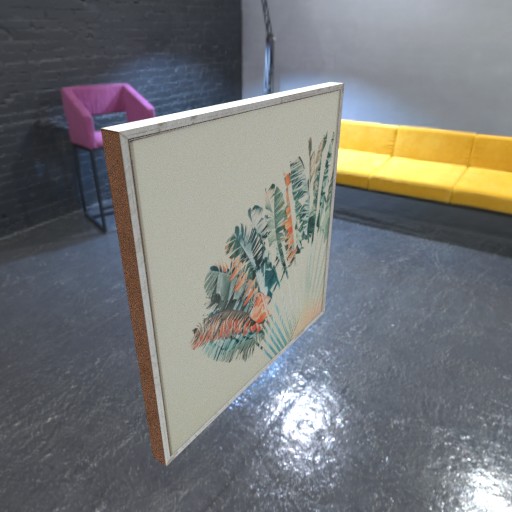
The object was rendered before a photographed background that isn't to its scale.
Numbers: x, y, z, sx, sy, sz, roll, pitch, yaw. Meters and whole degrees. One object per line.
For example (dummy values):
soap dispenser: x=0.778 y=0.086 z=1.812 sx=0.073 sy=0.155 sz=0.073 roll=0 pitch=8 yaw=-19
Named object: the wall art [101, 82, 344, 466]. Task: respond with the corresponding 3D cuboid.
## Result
wall art: x=0.000 y=0.000 z=0.752 sx=0.029 sy=0.506 sz=0.508 roll=19 pitch=33 yaw=31
